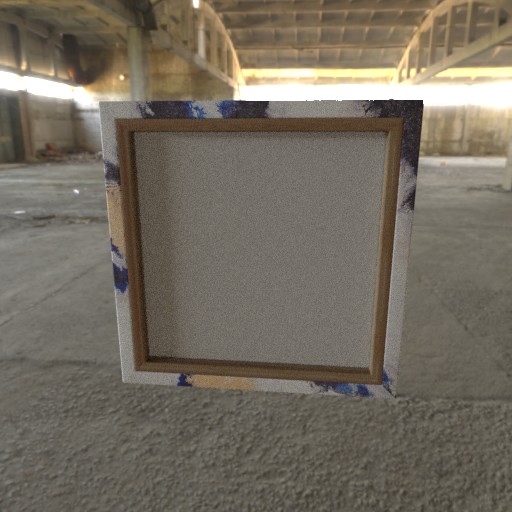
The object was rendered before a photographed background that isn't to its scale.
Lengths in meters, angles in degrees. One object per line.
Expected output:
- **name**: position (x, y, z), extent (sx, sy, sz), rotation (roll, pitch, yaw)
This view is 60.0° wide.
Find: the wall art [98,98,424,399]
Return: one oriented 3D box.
- **wall art**: position (0.000, 0.000, 0.918), extent (0.609, 0.609, 0.039), rotation (2, 15, 6)
